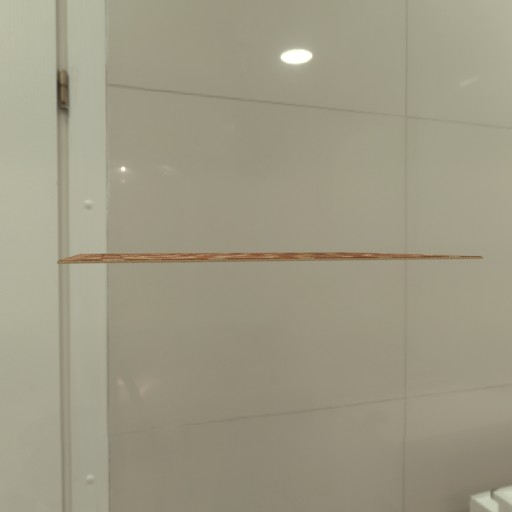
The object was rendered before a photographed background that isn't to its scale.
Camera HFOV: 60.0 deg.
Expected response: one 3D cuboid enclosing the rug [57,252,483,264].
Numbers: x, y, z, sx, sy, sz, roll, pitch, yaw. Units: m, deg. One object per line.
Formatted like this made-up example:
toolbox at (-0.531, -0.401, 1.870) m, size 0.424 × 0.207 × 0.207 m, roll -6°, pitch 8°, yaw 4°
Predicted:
rug at (0.000, 0.000, 2.965) m, size 2.286 × 0.016 × 1.555 m, roll 0°, pitch 1°, yaw -18°
